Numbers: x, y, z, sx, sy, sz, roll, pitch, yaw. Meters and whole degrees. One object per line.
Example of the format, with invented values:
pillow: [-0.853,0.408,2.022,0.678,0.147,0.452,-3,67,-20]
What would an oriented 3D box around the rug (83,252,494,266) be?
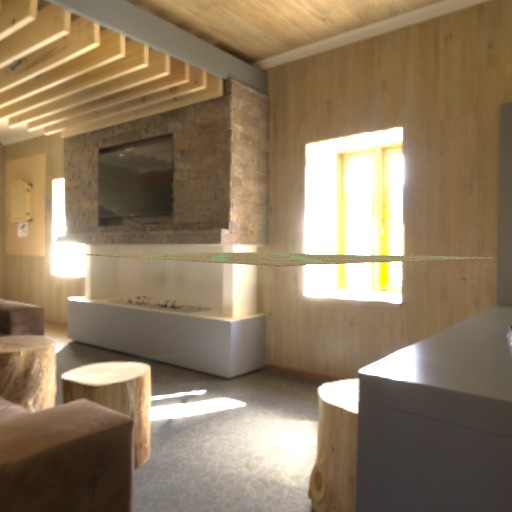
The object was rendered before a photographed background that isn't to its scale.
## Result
rug: [0.000,0.000,2.867,1.524,0.006,2.286,-1,2,-37]
